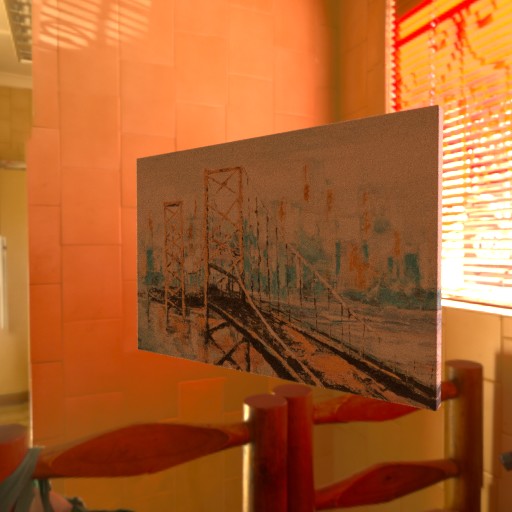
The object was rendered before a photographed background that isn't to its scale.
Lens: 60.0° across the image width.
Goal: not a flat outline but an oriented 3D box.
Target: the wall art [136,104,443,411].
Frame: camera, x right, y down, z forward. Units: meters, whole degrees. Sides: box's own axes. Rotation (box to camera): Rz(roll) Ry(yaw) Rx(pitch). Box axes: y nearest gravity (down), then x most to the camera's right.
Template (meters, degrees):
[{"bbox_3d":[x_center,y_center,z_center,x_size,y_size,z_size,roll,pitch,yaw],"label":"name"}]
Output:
[{"bbox_3d":[0.000,0.000,1.158,0.913,0.609,0.038,1,1,36],"label":"wall art"}]
